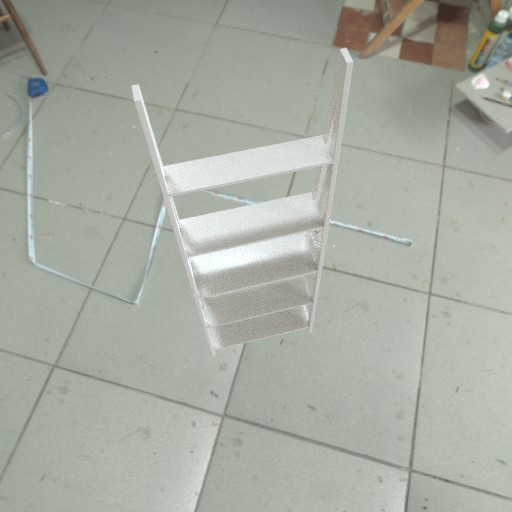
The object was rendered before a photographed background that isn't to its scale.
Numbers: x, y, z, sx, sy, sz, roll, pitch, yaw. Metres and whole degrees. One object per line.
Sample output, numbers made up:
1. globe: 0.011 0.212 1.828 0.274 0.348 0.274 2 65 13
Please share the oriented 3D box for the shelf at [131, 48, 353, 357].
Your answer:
1. shelf: 0.000 0.000 1.990 0.636 1.779 0.341 -13 64 -6
